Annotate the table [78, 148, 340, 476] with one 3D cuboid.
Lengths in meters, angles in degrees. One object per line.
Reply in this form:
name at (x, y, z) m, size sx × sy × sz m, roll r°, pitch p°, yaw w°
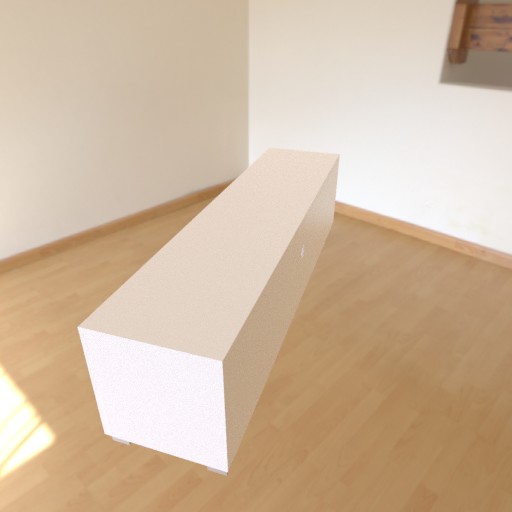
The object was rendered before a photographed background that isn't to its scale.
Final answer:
table at (0.000, 0.000, 1.834) m, size 0.390 × 0.420 × 1.650 m, roll 9°, pitch 31°, yaw 16°
